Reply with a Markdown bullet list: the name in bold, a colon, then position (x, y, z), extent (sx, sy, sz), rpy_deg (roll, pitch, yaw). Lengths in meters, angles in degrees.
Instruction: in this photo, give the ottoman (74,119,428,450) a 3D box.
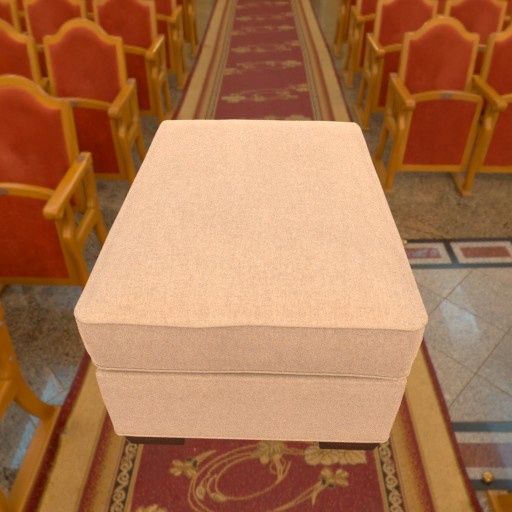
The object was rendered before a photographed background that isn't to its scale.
- **ottoman**: position (0.000, 0.000, 1.185), extent (0.617, 0.503, 0.846), rpy_deg (1, 40, 1)
